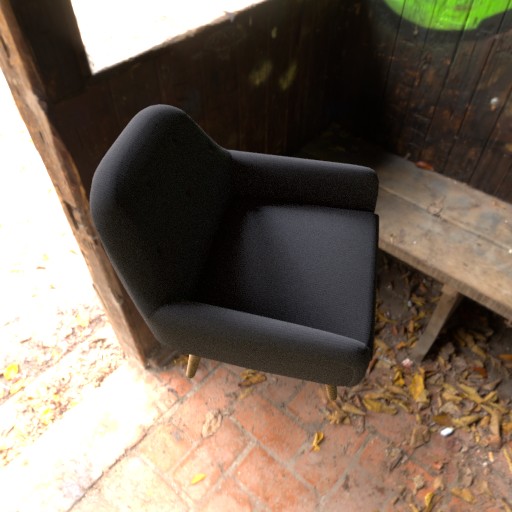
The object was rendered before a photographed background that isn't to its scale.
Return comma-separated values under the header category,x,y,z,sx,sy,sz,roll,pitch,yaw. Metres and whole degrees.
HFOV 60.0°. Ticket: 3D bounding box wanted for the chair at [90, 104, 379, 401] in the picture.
category,x,y,z,sx,sy,sz,roll,pitch,yaw
chair,0.000,0.000,1.439,0.779,0.800,0.770,9,49,8
